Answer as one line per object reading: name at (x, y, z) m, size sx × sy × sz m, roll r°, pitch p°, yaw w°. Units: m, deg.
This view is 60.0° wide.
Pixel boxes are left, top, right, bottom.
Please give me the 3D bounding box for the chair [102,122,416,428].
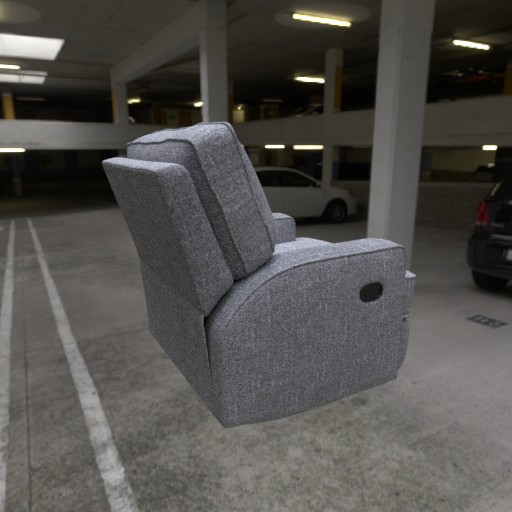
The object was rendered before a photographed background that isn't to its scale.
chair at (0.000, 0.000, 1.713) m, size 0.964 × 0.962 × 0.861 m, roll -8°, pitch 16°, yaw -28°
